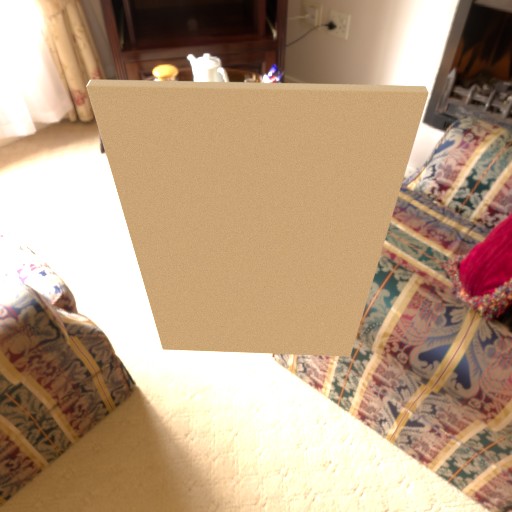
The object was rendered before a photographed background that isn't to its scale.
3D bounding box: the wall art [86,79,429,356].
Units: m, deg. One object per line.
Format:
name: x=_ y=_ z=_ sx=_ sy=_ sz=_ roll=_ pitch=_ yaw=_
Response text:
wall art: x=0.000 y=0.000 z=1.484 sx=0.808 sy=1.183 sz=0.038 roll=2 pitch=47 yaw=2
